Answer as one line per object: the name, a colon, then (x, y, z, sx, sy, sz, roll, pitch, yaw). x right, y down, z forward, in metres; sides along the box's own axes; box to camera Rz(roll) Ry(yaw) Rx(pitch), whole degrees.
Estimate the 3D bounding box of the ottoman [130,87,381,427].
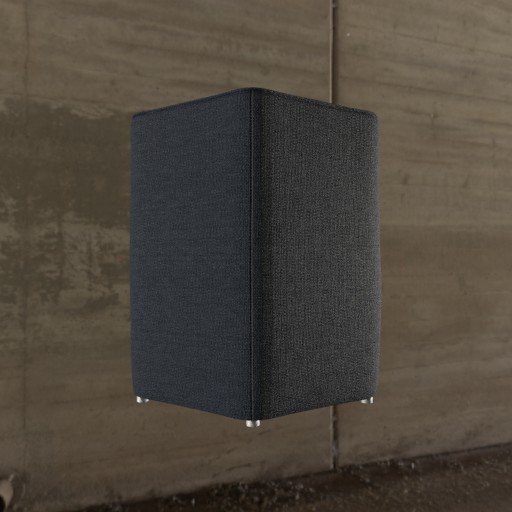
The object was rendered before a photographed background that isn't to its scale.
ottoman: (0.000, 0.000, 0.879, 0.492, 0.505, 0.454, 0, -1, 35)
